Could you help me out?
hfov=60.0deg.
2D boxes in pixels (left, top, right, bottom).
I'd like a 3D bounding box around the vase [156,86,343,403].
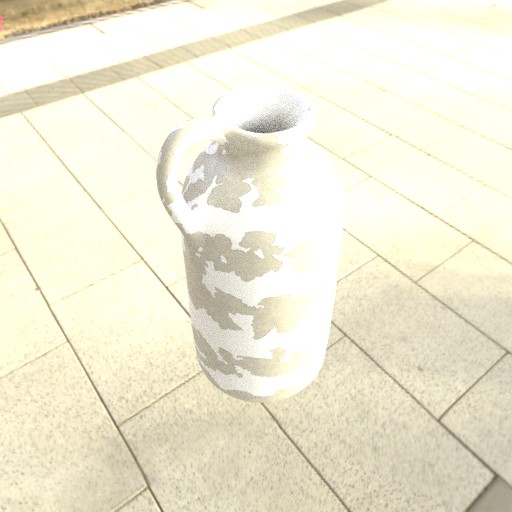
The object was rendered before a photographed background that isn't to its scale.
[{"bbox_3d":[0.000,0.000,0.503,0.203,0.382,0.186,-31,54,-26],"label":"vase"}]
